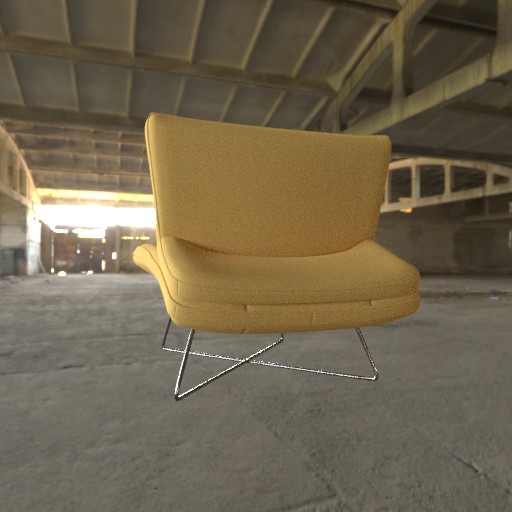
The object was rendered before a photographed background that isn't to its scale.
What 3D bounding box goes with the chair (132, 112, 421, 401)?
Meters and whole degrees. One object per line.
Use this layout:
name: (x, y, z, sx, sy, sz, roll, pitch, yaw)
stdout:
chair: (0.000, 0.000, 1.668, 0.859, 0.855, 1.008, 0, 0, -18)
